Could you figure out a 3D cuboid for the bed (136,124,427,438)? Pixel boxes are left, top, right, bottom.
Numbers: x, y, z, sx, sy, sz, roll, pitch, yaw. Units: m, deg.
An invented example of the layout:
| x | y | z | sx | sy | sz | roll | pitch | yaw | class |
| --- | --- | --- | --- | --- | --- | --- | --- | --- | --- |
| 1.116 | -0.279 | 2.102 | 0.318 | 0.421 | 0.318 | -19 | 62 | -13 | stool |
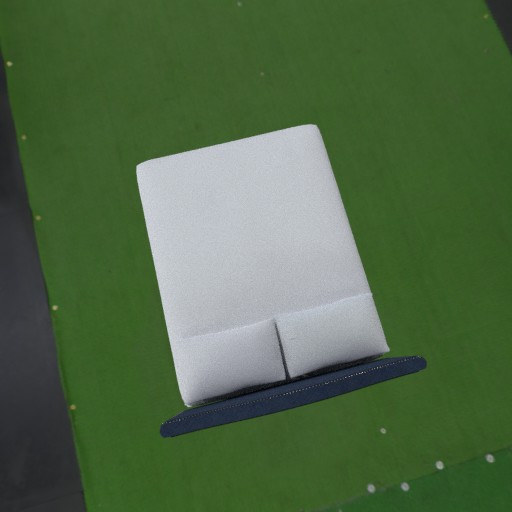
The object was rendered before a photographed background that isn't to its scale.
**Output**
| x | y | z | sx | sy | sz | roll | pitch | yaw | class |
| --- | --- | --- | --- | --- | --- | --- | --- | --- | --- |
| 0.000 | 0.000 | 3.411 | 1.725 | 1.518 | 2.153 | -14 | 77 | -3 | bed |
